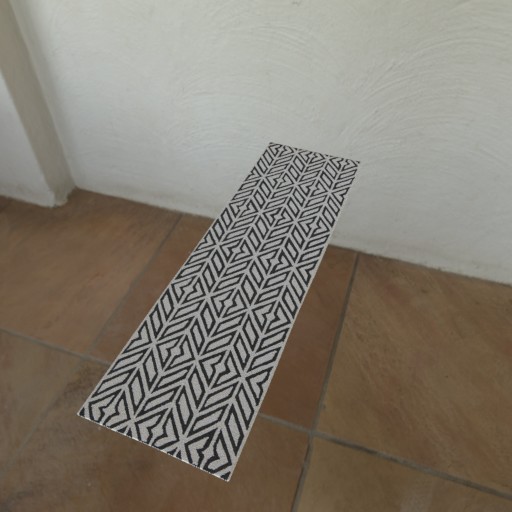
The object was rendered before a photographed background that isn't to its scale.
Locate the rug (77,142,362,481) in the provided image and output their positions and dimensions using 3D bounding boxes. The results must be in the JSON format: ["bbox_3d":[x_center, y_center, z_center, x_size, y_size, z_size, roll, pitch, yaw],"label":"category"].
[{"bbox_3d":[0.000,0.000,2.675,0.750,0.009,2.435,16,48,15],"label":"rug"}]
